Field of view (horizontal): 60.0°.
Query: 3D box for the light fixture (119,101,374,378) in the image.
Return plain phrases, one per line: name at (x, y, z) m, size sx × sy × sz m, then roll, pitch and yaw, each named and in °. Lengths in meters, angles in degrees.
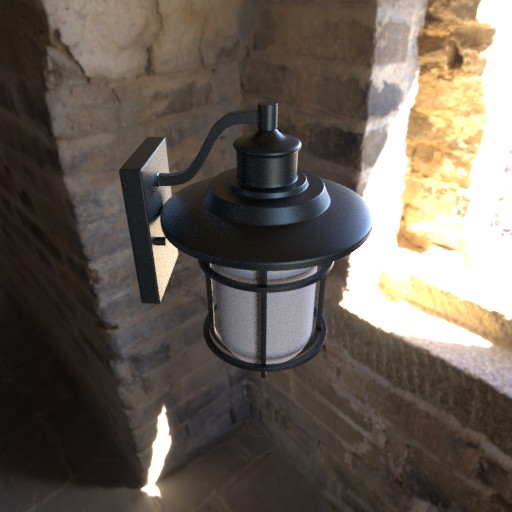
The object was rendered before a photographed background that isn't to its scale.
light fixture at (0.000, 0.000, 0.516) m, size 0.252 × 0.345 × 0.222 m, roll 1°, pitch 32°, yaw 2°
